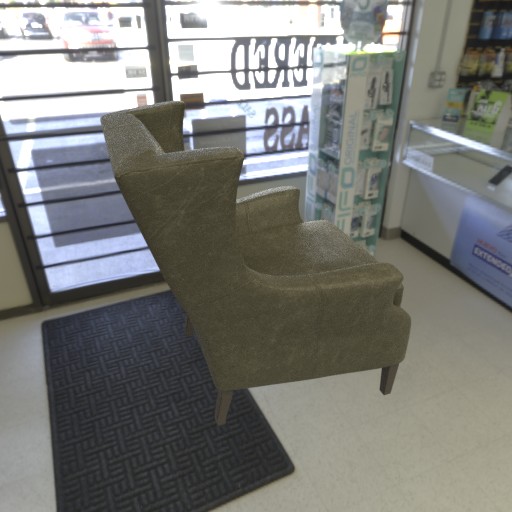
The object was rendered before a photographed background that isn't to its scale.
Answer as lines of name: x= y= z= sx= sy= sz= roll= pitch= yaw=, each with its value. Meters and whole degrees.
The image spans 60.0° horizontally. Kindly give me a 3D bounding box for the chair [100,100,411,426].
chair: x=0.000 y=0.000 z=1.649 sx=0.926 sy=1.016 sz=0.853 roll=-10 pitch=31 yaw=-17
